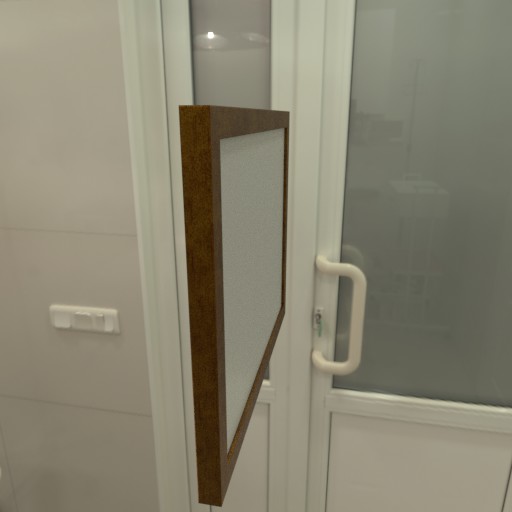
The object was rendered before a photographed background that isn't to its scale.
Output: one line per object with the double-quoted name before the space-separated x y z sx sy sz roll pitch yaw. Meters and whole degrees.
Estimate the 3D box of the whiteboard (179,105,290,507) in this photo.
"whiteboard" 0.000 0.000 0.728 0.029 0.457 0.561 3 18 11
